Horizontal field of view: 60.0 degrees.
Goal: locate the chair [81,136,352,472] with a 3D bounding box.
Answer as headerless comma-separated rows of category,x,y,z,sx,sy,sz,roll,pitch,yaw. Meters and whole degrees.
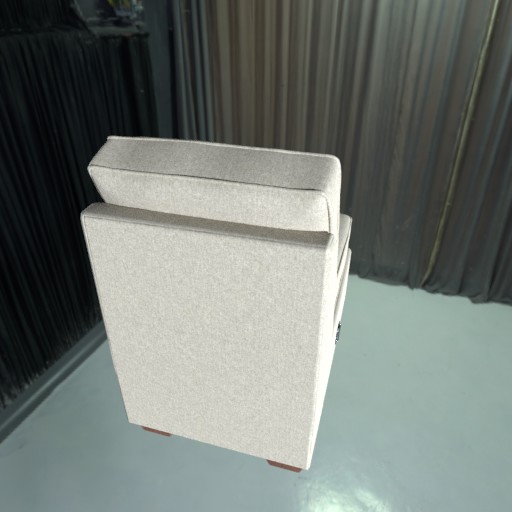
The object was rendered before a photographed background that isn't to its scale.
chair,0.000,0.000,1.665,0.674,1.058,1.020,9,32,14
